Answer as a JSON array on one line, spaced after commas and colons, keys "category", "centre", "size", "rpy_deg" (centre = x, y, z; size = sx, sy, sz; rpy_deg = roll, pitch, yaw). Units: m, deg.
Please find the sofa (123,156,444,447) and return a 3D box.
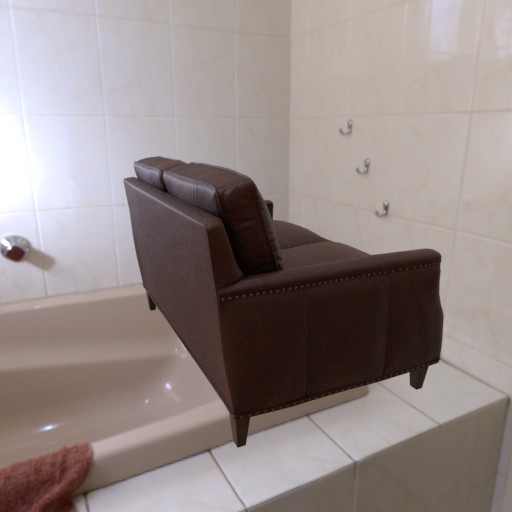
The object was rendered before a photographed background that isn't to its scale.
[{"category": "sofa", "centre": [0.000, 0.000, 2.329], "size": [1.083, 1.003, 1.628], "rpy_deg": [-8, 18, -25]}]
